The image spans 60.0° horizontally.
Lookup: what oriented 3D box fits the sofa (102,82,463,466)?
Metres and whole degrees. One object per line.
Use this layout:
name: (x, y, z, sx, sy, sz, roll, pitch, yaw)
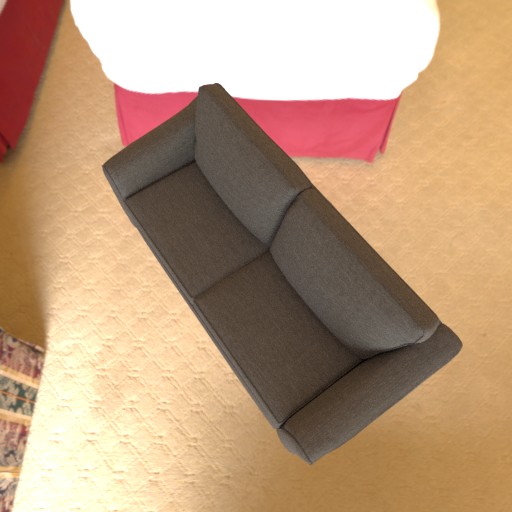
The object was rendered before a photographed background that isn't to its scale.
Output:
sofa: (0.000, 0.000, 2.728, 0.971, 0.950, 2.270, -33, 68, -15)
